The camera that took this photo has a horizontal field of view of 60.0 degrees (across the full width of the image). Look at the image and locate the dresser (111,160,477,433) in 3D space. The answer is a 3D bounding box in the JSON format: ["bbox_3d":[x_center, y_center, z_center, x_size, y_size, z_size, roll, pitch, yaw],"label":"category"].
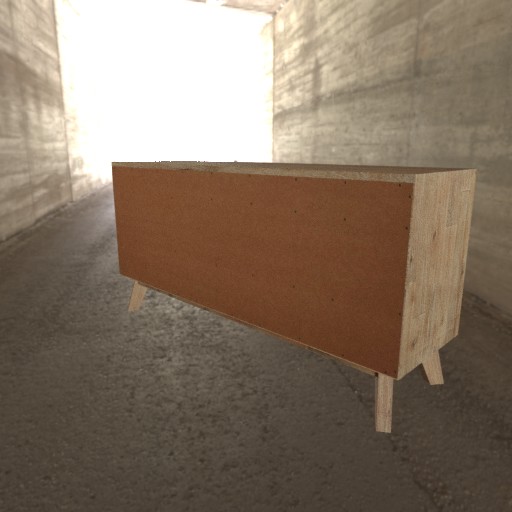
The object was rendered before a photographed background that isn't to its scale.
[{"bbox_3d":[0.000,0.000,1.946,1.602,0.788,0.455,13,19,43],"label":"dresser"}]
